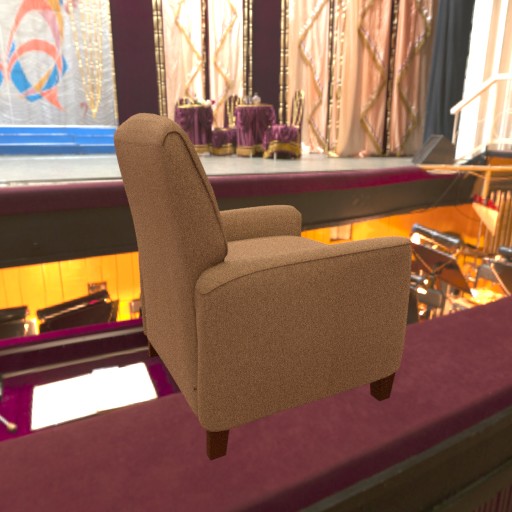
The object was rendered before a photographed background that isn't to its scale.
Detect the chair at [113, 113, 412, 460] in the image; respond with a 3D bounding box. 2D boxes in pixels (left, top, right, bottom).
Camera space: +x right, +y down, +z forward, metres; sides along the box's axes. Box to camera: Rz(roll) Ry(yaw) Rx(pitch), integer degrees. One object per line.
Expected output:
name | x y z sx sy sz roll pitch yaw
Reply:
chair | 0.000 0.000 1.674 0.864 1.014 0.848 -8 18 -26
